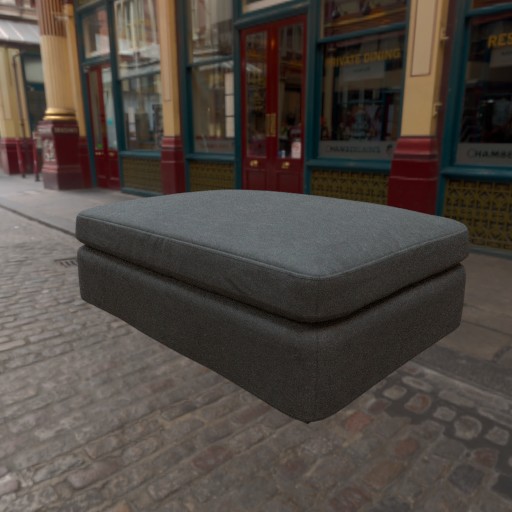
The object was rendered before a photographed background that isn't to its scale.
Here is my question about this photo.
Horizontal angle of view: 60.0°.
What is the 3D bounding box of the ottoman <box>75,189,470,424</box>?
[{"bbox_3d":[0.000,0.000,1.579,0.840,0.429,1.199,-14,20,-43],"label":"ottoman"}]
